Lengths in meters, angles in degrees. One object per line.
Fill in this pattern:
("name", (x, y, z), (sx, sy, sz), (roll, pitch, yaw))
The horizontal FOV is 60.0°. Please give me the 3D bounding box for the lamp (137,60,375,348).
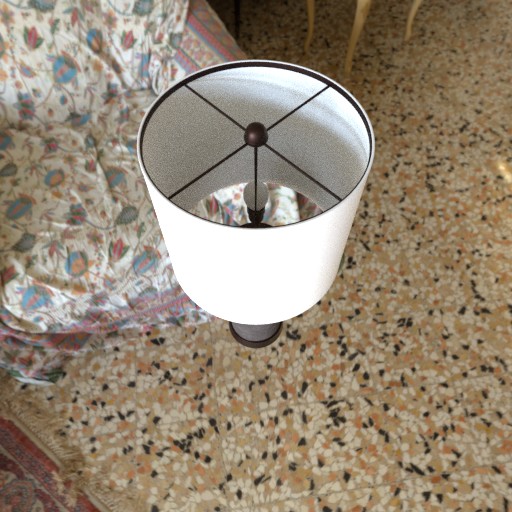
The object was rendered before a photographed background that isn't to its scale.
("lamp", (0.000, 0.000, 0.822), (0.301, 0.630, 0.301), (1, 59, 0))
